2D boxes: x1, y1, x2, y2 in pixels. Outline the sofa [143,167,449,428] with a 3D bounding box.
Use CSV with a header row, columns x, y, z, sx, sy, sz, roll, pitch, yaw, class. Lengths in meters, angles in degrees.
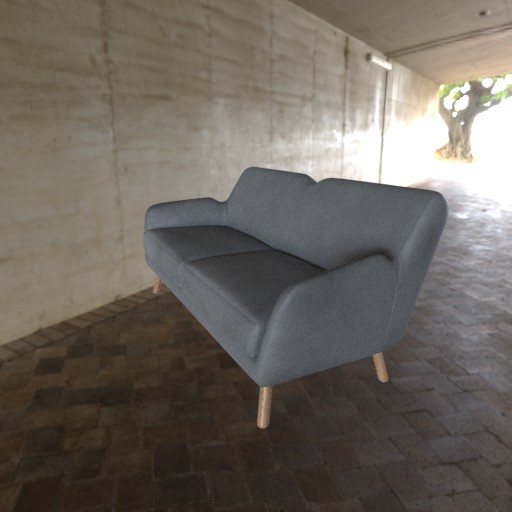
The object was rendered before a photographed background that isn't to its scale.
x,y,z,sx,sy,sz,roll,pitch,yaw,class
0.000,0.000,2.324,0.850,0.810,1.870,-7,17,-25,sofa
